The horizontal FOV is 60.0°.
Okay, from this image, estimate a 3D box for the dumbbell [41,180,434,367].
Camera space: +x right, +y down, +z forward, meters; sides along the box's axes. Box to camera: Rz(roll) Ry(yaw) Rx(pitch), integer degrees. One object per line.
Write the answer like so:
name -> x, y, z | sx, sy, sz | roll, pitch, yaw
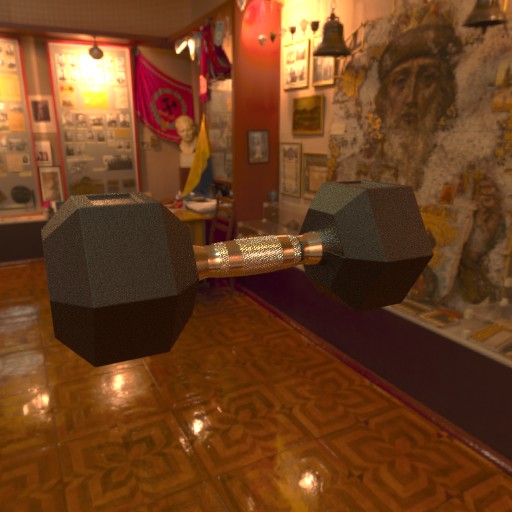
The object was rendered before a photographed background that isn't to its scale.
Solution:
dumbbell -> 0.000, 0.000, 0.416 | 0.356, 0.123, 0.141 | -7, 17, -25
